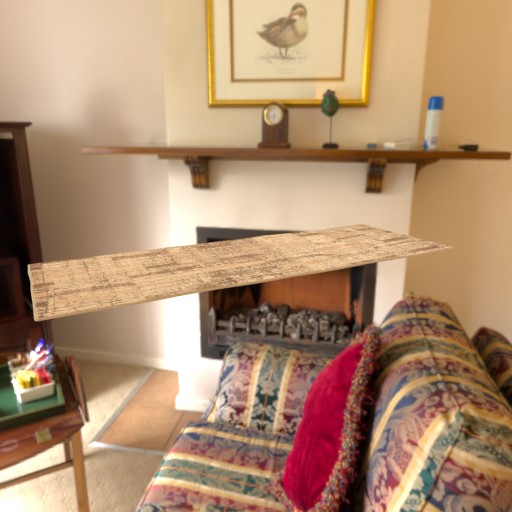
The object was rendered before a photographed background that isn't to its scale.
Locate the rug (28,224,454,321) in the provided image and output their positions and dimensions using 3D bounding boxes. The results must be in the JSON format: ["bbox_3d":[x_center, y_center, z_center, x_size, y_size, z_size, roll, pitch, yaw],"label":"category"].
[{"bbox_3d":[0.000,0.000,2.602,2.383,0.018,0.857,-8,17,-27],"label":"rug"}]
